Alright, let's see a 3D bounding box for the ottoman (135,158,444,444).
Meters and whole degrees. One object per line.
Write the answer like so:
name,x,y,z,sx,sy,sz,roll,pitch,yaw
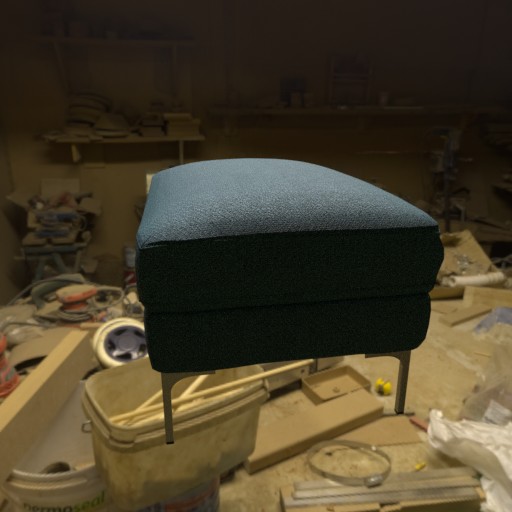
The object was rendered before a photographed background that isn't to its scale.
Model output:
ottoman,0.000,0.000,1.193,0.563,0.498,0.856,-3,18,-10
